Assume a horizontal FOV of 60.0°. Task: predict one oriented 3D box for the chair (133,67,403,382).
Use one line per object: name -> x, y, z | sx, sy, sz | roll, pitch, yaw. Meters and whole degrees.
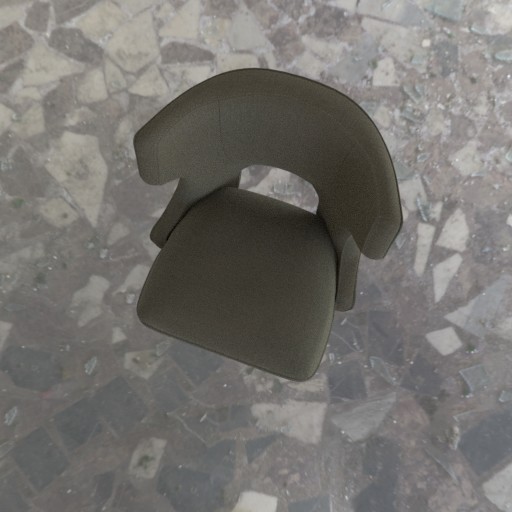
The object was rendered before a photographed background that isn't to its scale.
chair -> 0.000, 0.000, 1.252 | 0.595, 0.863, 0.581 | 19, 77, 5
